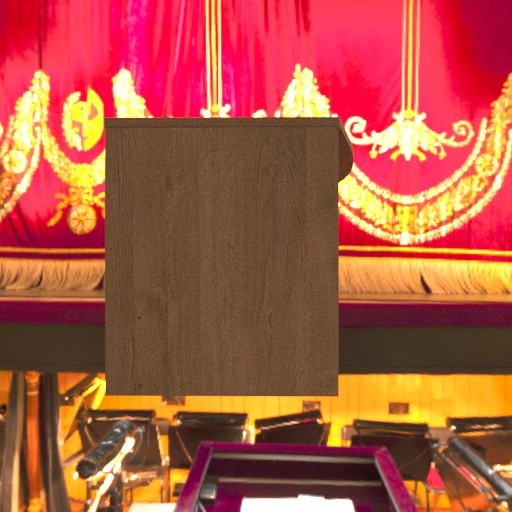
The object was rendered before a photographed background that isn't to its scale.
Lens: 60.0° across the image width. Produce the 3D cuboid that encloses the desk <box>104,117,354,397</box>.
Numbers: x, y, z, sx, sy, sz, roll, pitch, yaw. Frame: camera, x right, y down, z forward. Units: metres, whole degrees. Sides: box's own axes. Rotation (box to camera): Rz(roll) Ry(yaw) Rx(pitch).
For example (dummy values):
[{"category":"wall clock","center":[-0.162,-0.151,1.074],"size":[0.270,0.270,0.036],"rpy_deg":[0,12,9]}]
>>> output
[{"category":"desk","center":[0.000,0.000,1.992],"size":[0.802,0.752,1.600],"rpy_deg":[0,0,1]}]
